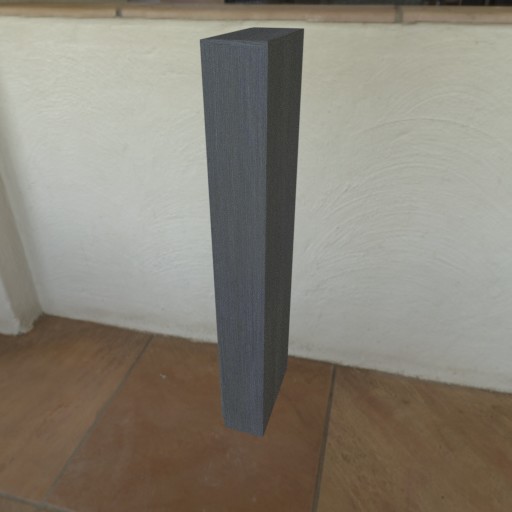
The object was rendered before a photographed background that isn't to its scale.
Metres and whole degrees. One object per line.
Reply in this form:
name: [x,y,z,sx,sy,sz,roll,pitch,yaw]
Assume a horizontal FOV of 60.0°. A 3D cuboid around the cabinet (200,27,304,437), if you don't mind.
cabinet: [0.000,0.000,1.986,0.230,1.790,0.500,9,32,15]
